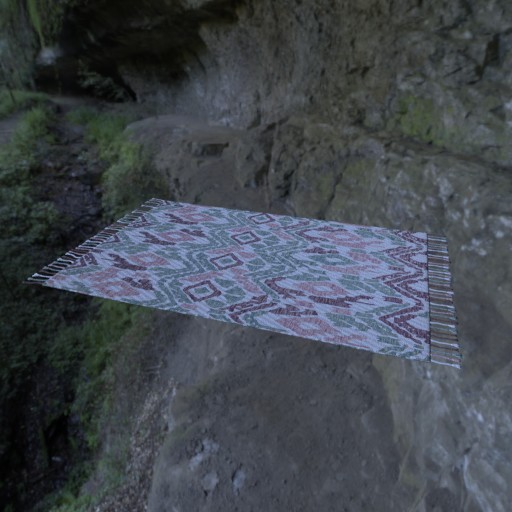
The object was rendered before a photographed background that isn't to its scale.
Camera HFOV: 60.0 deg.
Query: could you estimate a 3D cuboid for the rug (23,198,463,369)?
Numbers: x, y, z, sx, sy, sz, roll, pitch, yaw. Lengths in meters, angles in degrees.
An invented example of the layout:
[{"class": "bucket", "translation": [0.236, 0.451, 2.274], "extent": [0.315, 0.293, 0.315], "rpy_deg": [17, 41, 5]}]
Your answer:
[{"class": "rug", "translation": [0.000, 0.000, 2.928], "extent": [2.438, 0.011, 1.524], "rpy_deg": [9, 29, 16]}]
